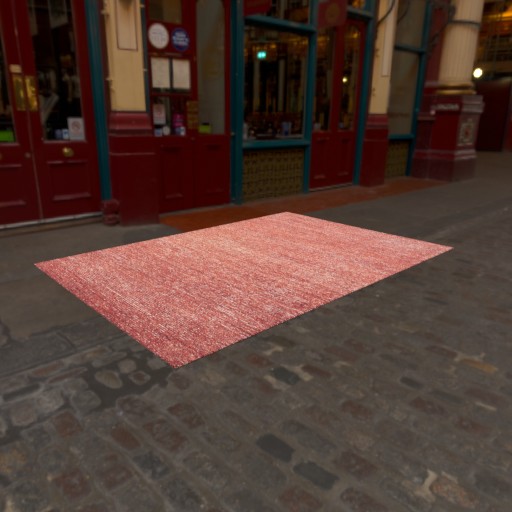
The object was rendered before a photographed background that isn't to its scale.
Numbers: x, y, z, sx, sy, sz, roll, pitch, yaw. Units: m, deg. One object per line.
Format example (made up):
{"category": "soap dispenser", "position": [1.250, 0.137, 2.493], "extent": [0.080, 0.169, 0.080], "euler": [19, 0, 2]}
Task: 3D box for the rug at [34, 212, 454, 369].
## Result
{"category": "rug", "position": [0.000, 0.000, 5.091], "extent": [3.965, 0.025, 2.803], "euler": [-16, 24, -40]}
